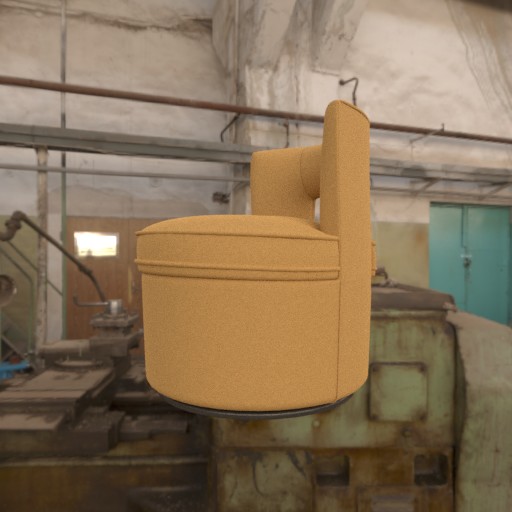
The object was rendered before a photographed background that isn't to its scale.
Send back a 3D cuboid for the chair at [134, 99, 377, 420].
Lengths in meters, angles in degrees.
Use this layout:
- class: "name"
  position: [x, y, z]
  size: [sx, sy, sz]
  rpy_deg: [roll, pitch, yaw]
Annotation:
- class: "chair"
  position: [0.000, 0.000, 1.251]
  size: [0.665, 0.723, 0.650]
  rpy_deg: [0, 1, -19]
